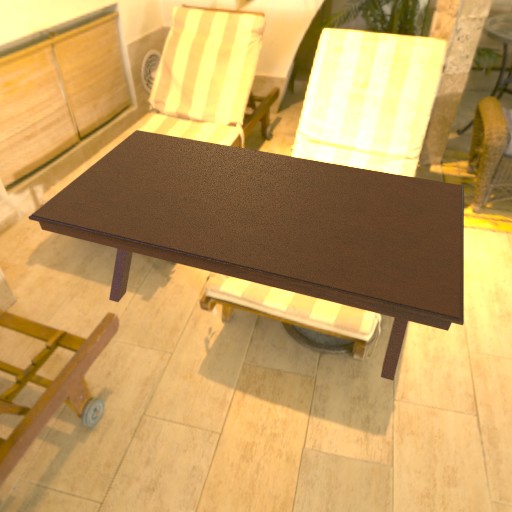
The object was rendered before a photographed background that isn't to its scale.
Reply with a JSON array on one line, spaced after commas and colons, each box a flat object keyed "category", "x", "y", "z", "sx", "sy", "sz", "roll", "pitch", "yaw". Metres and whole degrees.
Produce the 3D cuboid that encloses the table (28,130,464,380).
[{"category": "table", "x": 0.000, "y": 0.000, "z": 1.499, "sx": 1.197, "sy": 0.459, "sz": 0.594, "roll": 13, "pitch": 43, "yaw": 14}]
